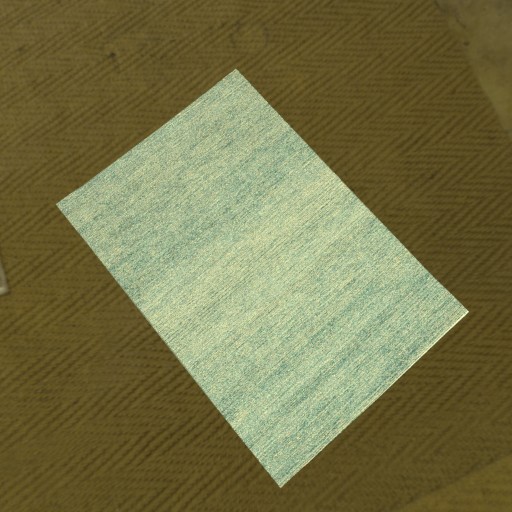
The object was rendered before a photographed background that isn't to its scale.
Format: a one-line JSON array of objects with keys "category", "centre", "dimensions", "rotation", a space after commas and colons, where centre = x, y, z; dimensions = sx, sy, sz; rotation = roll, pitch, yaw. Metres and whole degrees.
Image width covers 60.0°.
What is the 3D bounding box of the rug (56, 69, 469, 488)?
[{"category": "rug", "centre": [0.000, 0.000, 5.098], "dimensions": [2.802, 0.052, 4.078], "rotation": [-40, 80, -8]}]
